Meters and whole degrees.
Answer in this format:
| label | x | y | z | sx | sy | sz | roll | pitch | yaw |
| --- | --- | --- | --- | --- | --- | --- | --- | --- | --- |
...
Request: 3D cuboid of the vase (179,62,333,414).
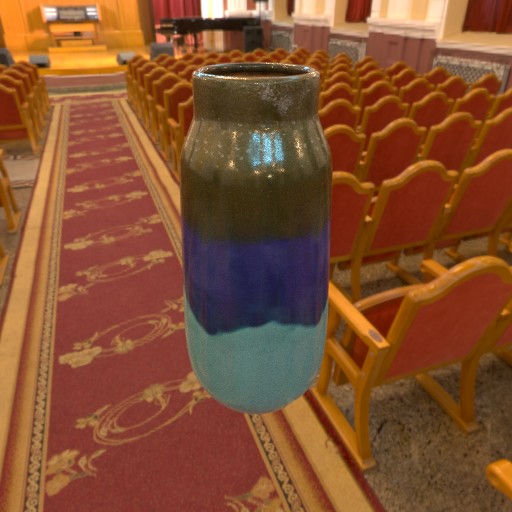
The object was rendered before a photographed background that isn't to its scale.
| label | x | y | z | sx | sy | sz | roll | pitch | yaw |
| --- | --- | --- | --- | --- | --- | --- | --- | --- | --- |
| vase | 0.000 | 0.000 | 0.400 | 0.139 | 0.313 | 0.139 | 0 | 30 | 0 |
